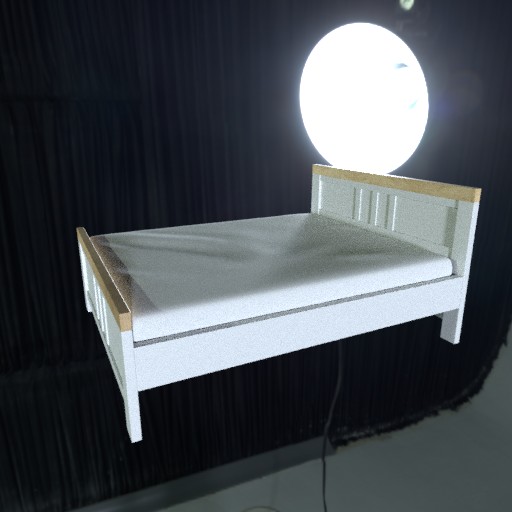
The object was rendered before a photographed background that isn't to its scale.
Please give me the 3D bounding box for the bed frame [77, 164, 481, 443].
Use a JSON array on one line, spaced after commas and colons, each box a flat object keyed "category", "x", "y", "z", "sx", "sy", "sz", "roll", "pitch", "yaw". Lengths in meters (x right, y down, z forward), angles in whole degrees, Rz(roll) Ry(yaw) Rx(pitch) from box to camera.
[{"category": "bed frame", "x": 0.000, "y": 0.000, "z": 2.949, "sx": 2.050, "sy": 0.980, "sz": 1.670, "roll": -8, "pitch": 19, "yaw": -25}]
